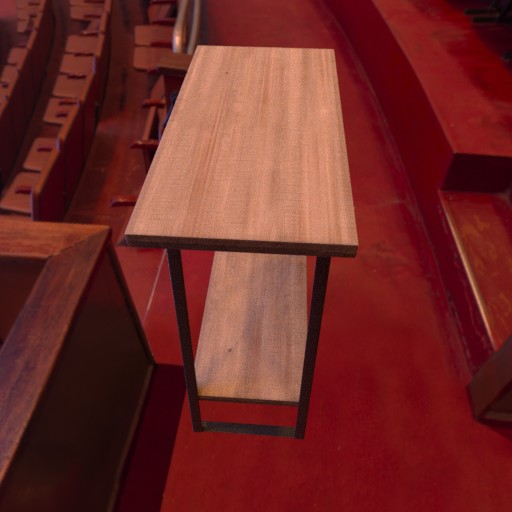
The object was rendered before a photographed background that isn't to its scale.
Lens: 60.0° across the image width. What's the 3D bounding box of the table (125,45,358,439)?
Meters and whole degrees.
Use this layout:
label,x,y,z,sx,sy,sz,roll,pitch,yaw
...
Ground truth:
label,x,y,z,sx,sy,sz,roll,pitch,yaw
table,0.000,0.000,1.023,0.300,0.701,0.599,3,47,3
